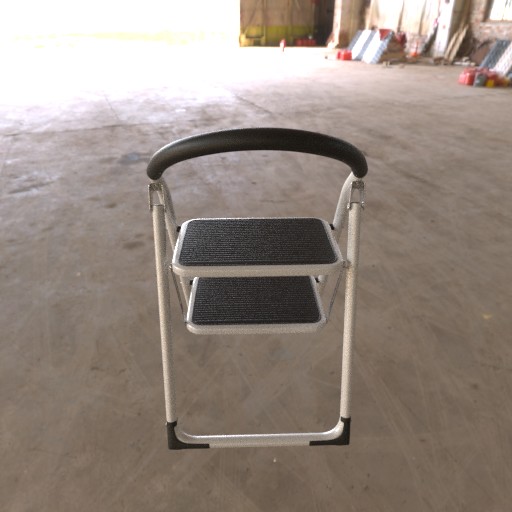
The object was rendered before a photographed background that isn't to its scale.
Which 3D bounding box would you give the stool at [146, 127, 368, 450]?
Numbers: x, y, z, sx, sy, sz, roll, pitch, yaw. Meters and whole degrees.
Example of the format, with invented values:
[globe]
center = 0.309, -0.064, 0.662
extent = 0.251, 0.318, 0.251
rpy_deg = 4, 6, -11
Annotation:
[stool]
center = 0.000, 0.000, 1.125
extent = 0.453, 0.760, 0.559
rpy_deg = -1, 29, -2
